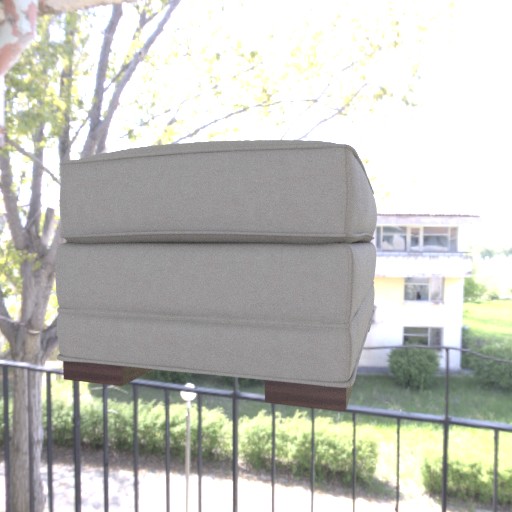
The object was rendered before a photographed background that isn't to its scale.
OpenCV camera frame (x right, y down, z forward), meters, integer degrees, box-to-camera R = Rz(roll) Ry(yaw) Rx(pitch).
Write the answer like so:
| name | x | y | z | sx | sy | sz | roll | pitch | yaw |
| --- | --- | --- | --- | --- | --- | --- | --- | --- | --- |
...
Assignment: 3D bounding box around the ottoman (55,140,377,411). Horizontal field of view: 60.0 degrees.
| name | x | y | z | sx | sy | sz | roll | pitch | yaw |
| --- | --- | --- | --- | --- | --- | --- | --- | --- | --- |
| ottoman | 0.000 | 0.000 | 1.185 | 0.611 | 0.482 | 0.848 | 1 | 2 | 17 |
